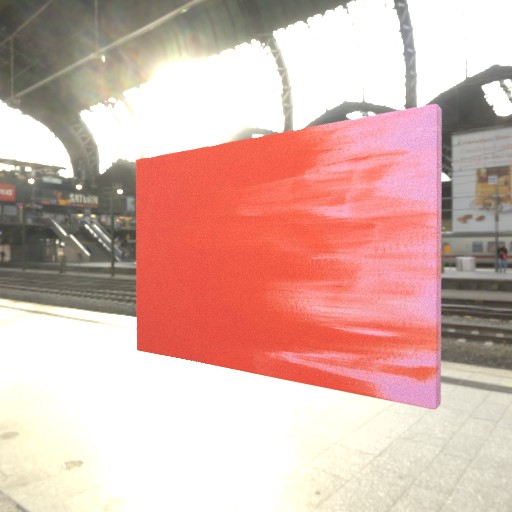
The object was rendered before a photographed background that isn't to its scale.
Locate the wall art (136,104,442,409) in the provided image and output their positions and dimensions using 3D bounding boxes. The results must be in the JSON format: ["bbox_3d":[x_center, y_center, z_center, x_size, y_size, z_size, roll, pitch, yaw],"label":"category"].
[{"bbox_3d":[0.000,0.000,1.160,0.913,0.609,0.040,0,1,36],"label":"wall art"}]
